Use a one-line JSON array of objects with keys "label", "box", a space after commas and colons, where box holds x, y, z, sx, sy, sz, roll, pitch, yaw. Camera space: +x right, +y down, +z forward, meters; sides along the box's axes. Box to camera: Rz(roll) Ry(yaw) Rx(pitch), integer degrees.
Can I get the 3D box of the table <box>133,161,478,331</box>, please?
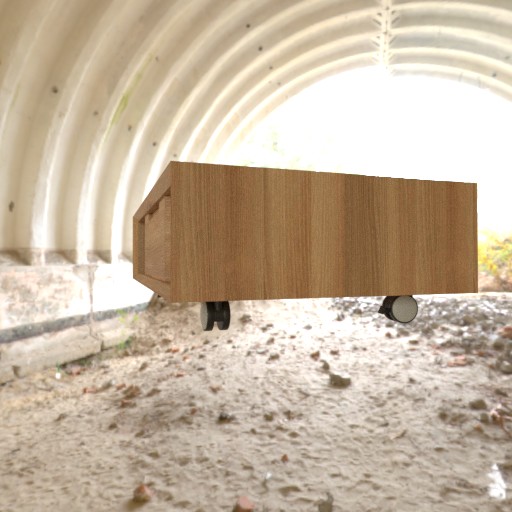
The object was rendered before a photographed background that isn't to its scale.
[{"label": "table", "box": [0.000, 0.000, 1.425, 0.700, 0.330, 1.100, 0, -1, -19]}]
